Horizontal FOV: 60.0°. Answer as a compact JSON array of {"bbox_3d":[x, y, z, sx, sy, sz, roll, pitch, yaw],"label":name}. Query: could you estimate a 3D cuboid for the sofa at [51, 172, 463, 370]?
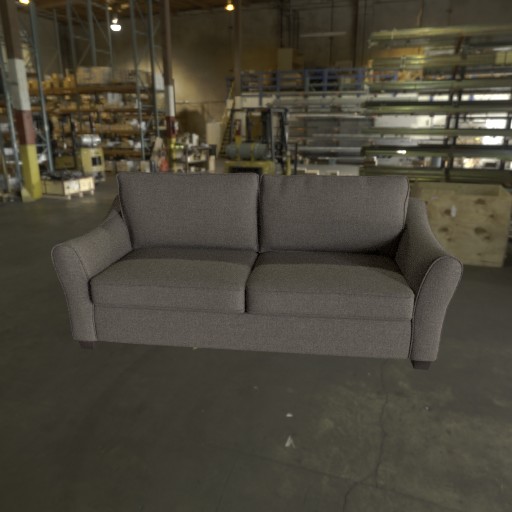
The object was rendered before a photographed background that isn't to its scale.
[{"bbox_3d":[0.000,0.000,2.767,2.203,0.976,1.013,2,16,7],"label":"sofa"}]
